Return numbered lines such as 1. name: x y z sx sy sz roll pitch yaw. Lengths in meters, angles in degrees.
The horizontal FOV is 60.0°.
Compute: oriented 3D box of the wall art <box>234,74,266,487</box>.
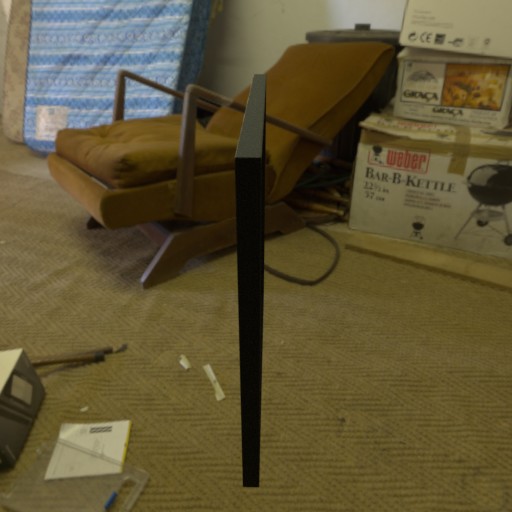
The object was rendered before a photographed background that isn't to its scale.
1. wall art: 0.000 0.000 0.452 0.015 0.303 0.304 1 30 1
